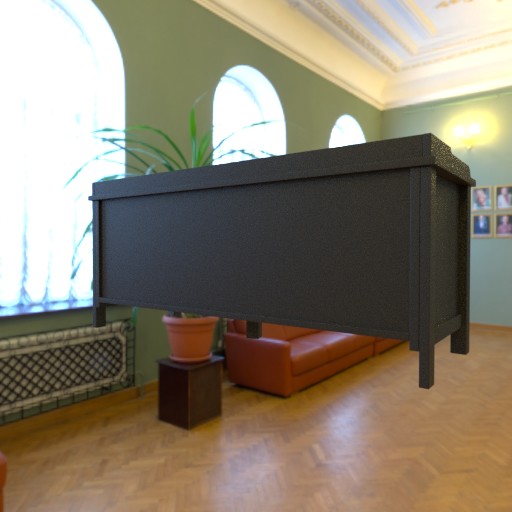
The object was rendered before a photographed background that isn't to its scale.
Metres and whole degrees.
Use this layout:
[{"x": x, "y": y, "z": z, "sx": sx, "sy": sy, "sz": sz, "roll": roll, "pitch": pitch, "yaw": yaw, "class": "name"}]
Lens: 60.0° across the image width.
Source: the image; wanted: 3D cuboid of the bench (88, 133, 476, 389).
[{"x": 0.000, "y": 0.000, "z": 1.345, "sx": 1.140, "sy": 0.501, "sz": 0.398, "roll": 1, "pitch": 2, "yaw": 36, "class": "bench"}]
